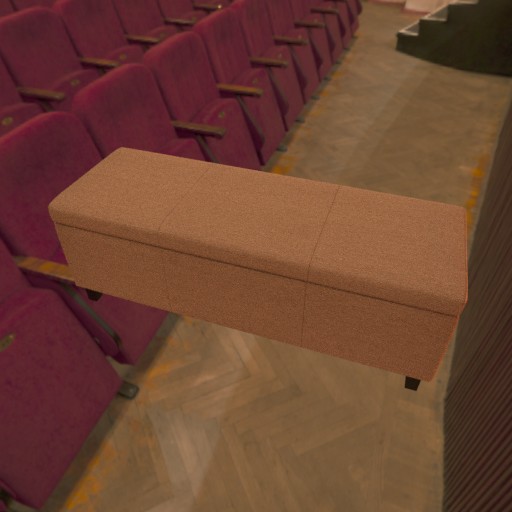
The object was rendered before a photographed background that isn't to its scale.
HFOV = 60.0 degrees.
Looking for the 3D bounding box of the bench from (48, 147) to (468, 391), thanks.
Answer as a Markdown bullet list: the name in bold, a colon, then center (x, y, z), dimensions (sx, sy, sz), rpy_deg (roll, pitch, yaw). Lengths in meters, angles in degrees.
- **bench**: center (0.000, 0.000, 1.519), dimensions (1.269, 0.438, 0.446), rpy_deg (13, 42, 15)
